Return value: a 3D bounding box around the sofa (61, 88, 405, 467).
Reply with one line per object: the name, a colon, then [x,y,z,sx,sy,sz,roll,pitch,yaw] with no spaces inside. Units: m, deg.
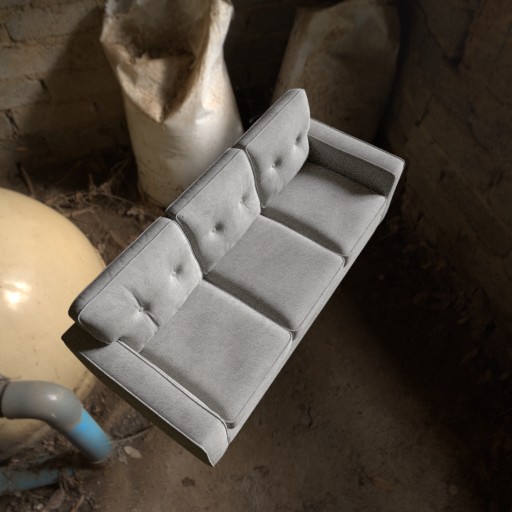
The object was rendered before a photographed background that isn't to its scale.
sofa: [0.000,0.000,2.674,0.939,0.965,2.133,30,62,18]
